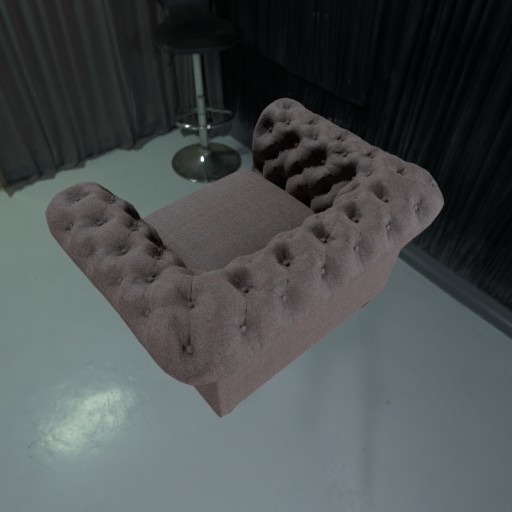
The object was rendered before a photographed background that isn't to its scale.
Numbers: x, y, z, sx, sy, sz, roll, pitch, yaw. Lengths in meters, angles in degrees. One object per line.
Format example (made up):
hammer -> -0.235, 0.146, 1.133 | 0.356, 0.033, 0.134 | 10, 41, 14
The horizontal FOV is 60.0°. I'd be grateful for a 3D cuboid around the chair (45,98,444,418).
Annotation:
chair -> 0.000, 0.000, 1.884 | 1.298, 0.780, 0.945 | -31, 54, -27
